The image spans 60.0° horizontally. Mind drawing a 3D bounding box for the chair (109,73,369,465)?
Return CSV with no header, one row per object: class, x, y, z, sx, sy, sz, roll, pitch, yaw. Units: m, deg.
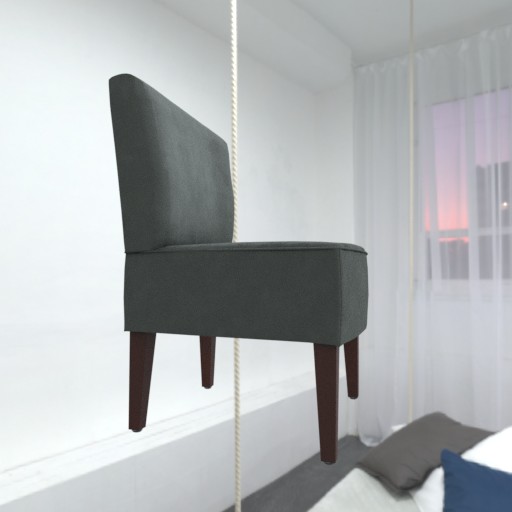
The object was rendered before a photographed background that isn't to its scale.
chair,0.000,0.000,1.131,0.554,0.806,0.521,-1,-2,18
